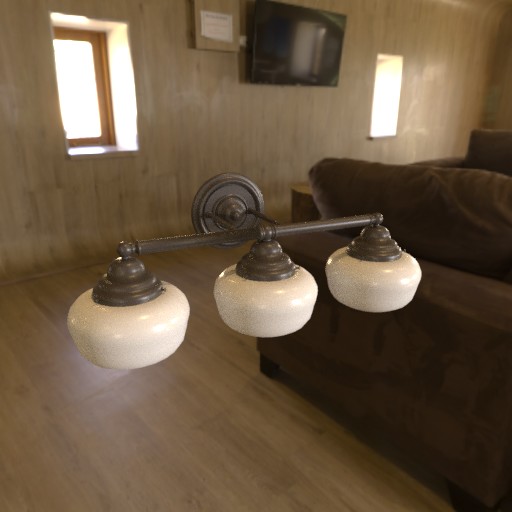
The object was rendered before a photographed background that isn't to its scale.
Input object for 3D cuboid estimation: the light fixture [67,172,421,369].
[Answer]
[{"bbox_3d":[0.000,0.000,0.725,0.587,0.242,0.239,-8,20,-23],"label":"light fixture"}]
